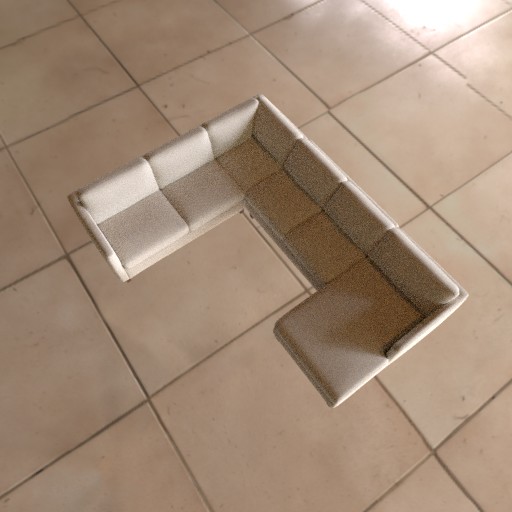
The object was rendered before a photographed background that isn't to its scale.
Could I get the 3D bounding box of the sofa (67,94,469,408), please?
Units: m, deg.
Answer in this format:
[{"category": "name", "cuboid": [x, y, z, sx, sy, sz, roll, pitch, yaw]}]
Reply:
[{"category": "sofa", "cuboid": [0.000, 0.000, 4.545, 2.551, 0.853, 3.238, -33, 67, -16]}]
